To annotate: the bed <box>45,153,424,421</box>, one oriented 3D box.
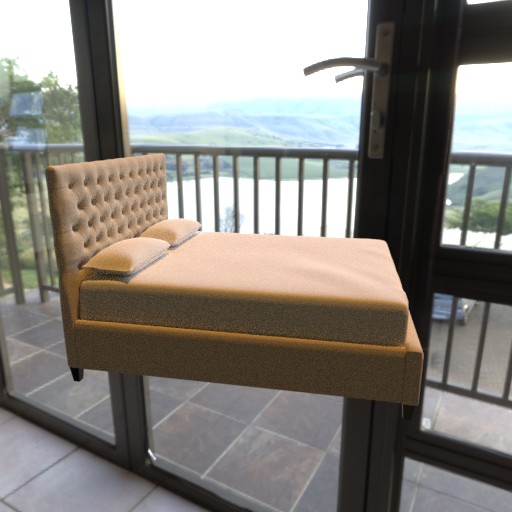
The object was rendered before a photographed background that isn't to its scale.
[{"bbox_3d":[0.000,0.000,3.358,2.233,1.426,1.696,3,16,11],"label":"bed"}]
